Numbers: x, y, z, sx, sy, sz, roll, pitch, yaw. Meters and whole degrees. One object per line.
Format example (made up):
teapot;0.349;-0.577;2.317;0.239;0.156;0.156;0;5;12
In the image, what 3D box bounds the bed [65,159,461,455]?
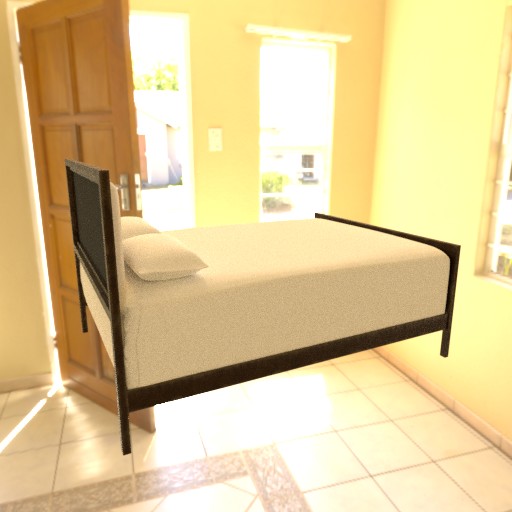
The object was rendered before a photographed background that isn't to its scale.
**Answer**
bed;0.000;0.000;3.097;2.221;1.313;1.607;-7;16;-26
